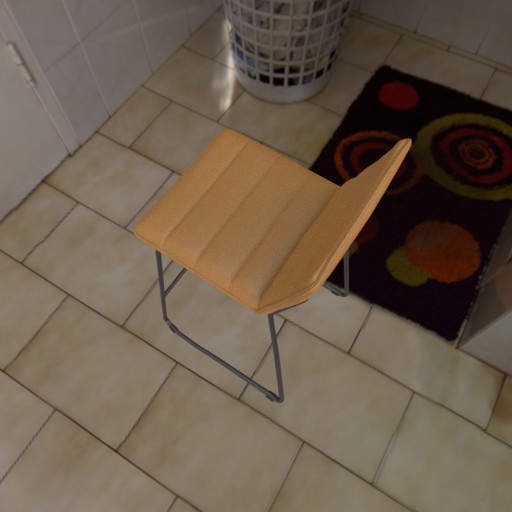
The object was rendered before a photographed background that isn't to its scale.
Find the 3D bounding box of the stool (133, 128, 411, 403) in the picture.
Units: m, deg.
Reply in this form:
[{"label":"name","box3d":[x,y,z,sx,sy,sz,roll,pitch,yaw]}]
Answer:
[{"label":"stool","box3d":[0.000,0.000,1.263,0.524,0.936,0.489,31,67,14]}]
